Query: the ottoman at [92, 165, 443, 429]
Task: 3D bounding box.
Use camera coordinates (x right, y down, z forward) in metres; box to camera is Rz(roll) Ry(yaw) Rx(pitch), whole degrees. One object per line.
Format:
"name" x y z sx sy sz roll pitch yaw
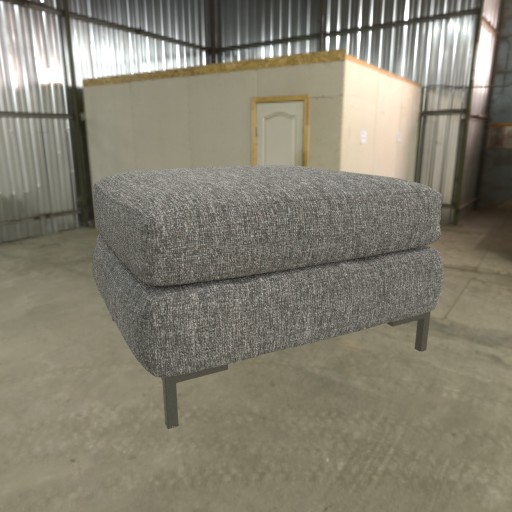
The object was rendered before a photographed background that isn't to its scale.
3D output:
"ottoman" 0.000 0.000 1.254 0.828 0.480 0.683 -8 18 -26
